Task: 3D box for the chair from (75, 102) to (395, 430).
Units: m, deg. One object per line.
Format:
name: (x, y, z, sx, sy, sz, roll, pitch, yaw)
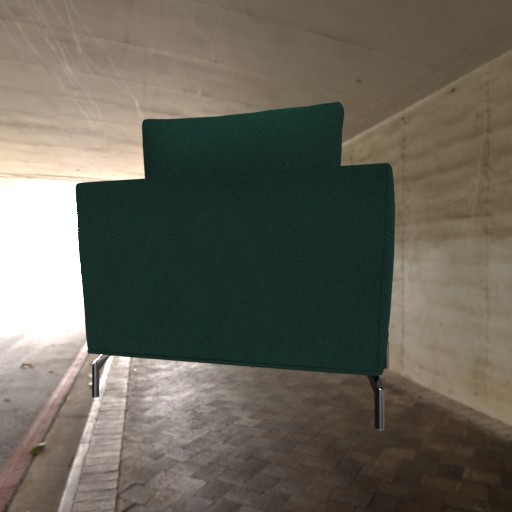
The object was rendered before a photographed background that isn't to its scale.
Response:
chair: (0.000, 0.000, 1.753, 1.047, 0.997, 0.852, 0, 0, 18)
